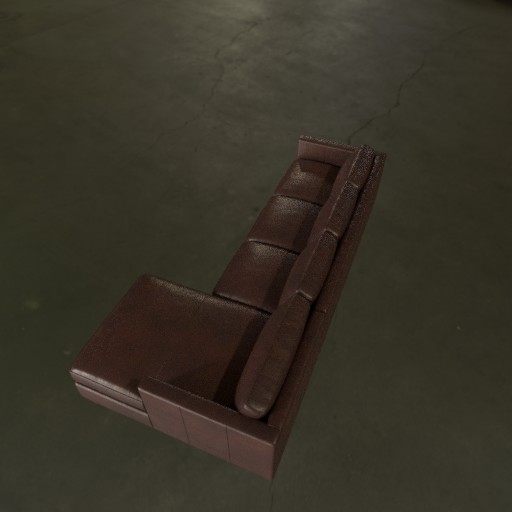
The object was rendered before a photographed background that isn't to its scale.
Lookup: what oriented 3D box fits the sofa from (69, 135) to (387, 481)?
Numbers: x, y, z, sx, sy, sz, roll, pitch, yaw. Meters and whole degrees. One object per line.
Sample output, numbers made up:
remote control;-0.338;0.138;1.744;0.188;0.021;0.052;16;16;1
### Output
sofa;0.000;0.000;3.949;1.581;0.883;3.203;17;49;15
